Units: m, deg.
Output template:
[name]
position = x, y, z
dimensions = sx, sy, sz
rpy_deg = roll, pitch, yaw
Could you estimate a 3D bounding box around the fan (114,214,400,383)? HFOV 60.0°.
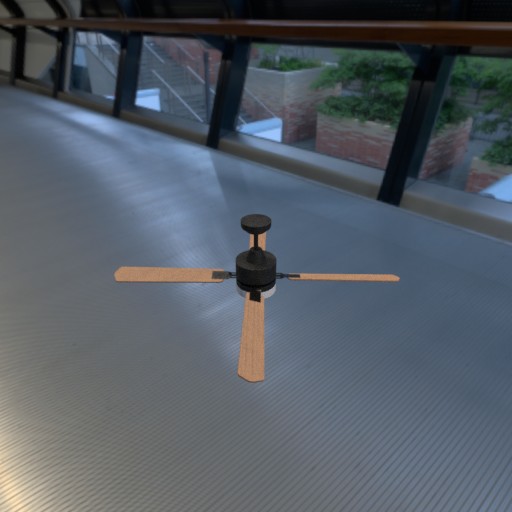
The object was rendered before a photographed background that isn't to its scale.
[fan]
position = 0.000, 0.000, 2.002
dimensions = 1.320, 0.355, 1.320
rpy_deg = 1, 30, 1
